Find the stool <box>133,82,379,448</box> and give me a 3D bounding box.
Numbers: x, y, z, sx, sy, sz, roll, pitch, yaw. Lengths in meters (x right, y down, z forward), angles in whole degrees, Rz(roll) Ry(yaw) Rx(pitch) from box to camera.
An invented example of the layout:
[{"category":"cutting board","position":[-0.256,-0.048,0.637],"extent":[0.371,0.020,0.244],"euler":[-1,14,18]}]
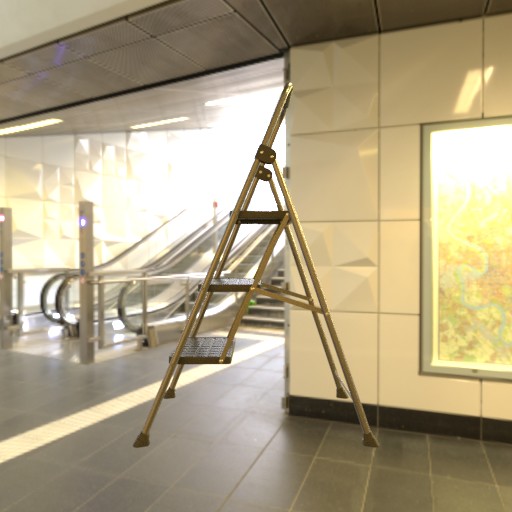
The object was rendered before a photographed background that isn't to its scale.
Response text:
[{"category":"stool","position":[0.000,0.000,1.531],"extent":[0.733,1.121,0.473],"euler":[0,1,0]}]
